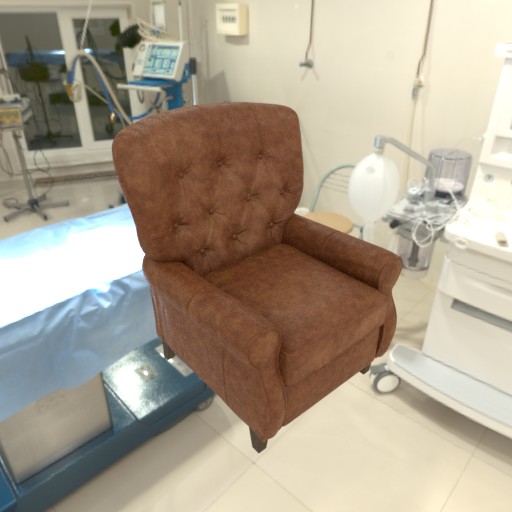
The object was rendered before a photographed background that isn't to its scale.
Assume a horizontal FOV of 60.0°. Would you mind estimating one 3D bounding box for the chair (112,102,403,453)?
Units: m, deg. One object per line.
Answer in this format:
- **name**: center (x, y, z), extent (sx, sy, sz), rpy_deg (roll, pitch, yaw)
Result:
- **chair**: center (0.000, 0.000, 1.954), extent (0.951, 1.164, 1.059), rpy_deg (-23, 37, -34)
